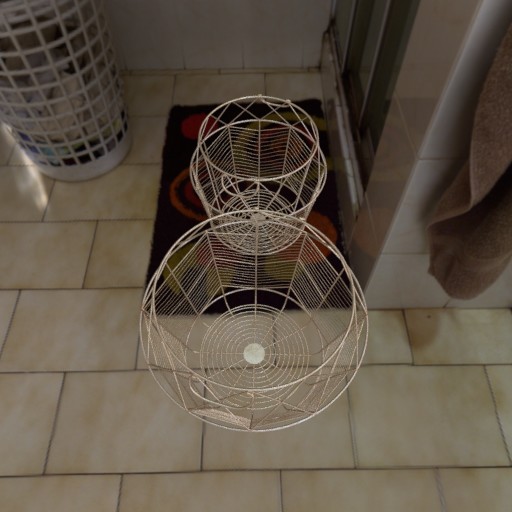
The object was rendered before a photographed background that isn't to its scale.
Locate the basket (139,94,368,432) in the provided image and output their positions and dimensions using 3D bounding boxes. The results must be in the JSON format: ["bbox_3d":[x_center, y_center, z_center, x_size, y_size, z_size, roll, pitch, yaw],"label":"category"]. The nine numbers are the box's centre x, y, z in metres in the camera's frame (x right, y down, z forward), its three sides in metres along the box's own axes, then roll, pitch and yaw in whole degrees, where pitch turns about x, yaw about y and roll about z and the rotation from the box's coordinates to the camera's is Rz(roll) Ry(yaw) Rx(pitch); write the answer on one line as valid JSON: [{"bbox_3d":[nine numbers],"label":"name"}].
[{"bbox_3d":[0.000,0.000,1.036,0.451,0.343,0.805,1,58,1],"label":"basket"}]
